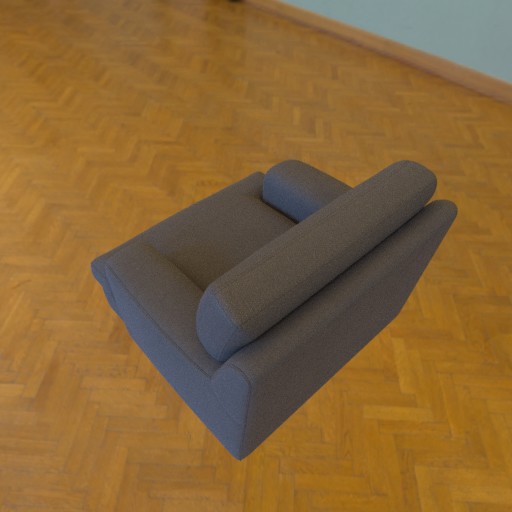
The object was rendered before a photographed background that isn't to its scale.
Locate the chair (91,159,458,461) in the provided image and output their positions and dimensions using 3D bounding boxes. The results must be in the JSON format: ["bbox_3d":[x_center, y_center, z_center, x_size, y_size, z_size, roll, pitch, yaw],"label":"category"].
[{"bbox_3d":[0.000,0.000,1.951,1.168,0.940,1.143,-33,55,-28],"label":"chair"}]
